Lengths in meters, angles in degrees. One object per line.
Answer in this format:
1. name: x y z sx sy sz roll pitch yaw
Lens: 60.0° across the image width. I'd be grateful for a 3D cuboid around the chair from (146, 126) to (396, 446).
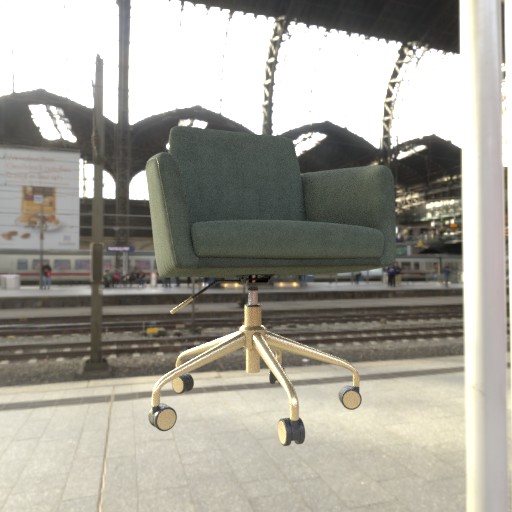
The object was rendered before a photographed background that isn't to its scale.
1. chair: 0.000 0.000 1.313 0.641 0.908 0.635 1 -2 -19
